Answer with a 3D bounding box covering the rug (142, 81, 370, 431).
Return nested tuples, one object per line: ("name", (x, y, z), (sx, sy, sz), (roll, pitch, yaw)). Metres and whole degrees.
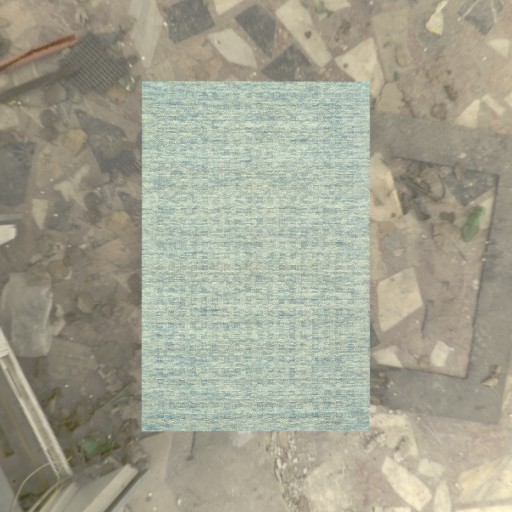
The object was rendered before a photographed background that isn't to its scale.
("rug", (0.000, 0.000, 2.224), (1.142, 0.006, 1.752), (0, 90, 0))
